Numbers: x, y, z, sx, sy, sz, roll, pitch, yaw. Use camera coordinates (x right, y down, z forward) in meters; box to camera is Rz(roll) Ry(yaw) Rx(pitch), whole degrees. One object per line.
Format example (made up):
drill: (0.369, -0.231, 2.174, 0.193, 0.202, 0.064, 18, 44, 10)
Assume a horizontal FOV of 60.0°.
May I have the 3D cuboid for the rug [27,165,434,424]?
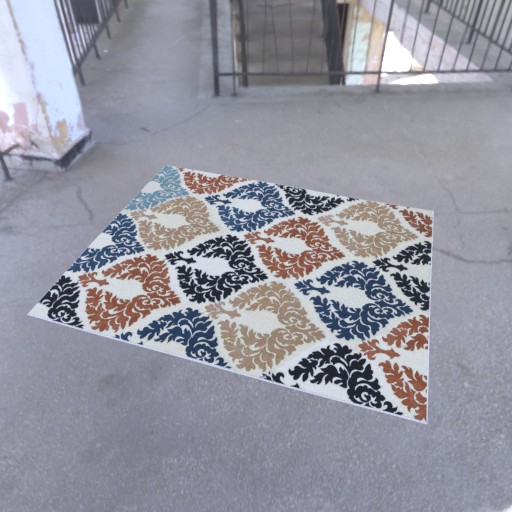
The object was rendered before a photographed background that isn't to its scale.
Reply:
rug: (0.000, 0.000, 4.009, 3.040, 0.014, 2.423, 12, 43, 13)
